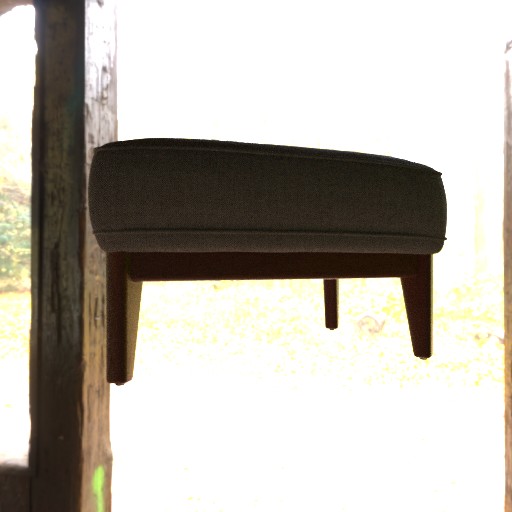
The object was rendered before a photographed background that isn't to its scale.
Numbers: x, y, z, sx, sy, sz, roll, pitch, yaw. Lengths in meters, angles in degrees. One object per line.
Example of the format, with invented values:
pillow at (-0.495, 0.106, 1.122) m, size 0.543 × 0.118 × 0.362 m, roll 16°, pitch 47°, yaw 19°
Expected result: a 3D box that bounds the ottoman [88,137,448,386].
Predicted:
ottoman at (0.000, 0.000, 1.083) m, size 0.750 × 0.458 × 0.555 m, roll 0°, pitch 0°, yaw -18°
